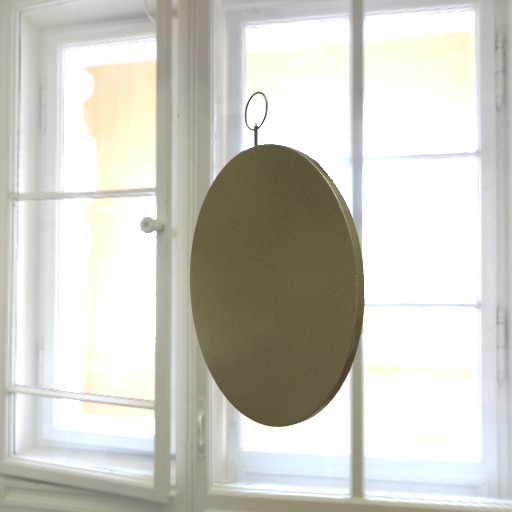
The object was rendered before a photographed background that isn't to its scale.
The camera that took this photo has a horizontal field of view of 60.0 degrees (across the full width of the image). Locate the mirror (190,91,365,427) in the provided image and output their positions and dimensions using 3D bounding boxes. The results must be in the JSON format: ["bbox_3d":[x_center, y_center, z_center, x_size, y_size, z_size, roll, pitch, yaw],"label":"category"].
[{"bbox_3d":[0.000,0.000,0.965,0.020,0.713,0.594,0,0,-35],"label":"mirror"}]
